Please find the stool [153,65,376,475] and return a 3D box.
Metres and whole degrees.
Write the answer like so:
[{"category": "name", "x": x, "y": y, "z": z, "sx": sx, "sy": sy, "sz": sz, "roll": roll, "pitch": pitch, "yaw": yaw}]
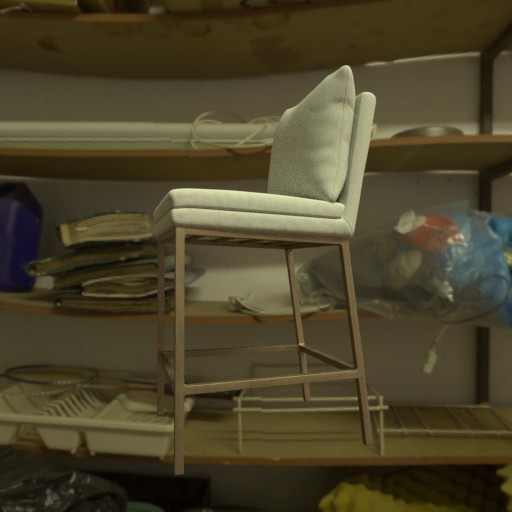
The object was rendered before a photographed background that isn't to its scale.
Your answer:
[{"category": "stool", "x": 0.000, "y": 0.000, "z": 1.330, "sx": 0.572, "sy": 1.032, "sz": 0.463, "roll": 0, "pitch": -1, "yaw": -18}]
